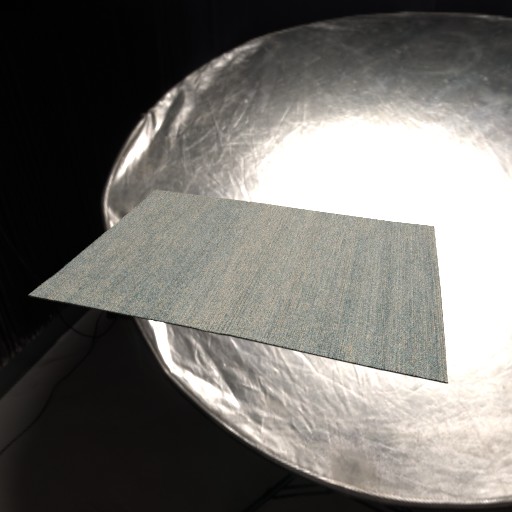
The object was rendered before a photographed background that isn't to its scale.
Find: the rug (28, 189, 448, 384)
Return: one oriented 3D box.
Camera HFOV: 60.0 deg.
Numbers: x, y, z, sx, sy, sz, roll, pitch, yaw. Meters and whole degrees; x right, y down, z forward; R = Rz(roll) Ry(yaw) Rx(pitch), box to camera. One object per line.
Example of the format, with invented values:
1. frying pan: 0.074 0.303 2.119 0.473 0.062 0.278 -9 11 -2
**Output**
1. rug: 0.000 0.000 5.174 4.078 0.052 2.802 9 33 14
